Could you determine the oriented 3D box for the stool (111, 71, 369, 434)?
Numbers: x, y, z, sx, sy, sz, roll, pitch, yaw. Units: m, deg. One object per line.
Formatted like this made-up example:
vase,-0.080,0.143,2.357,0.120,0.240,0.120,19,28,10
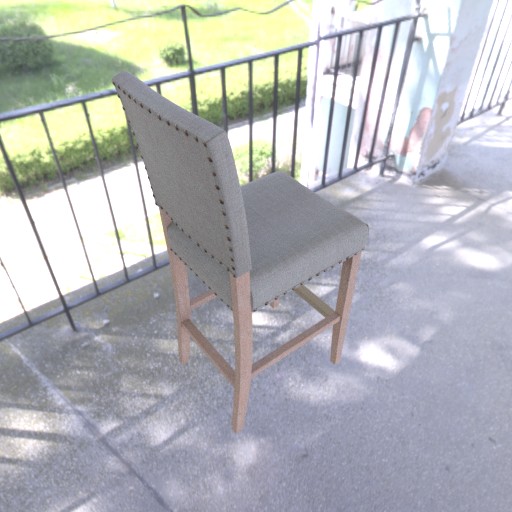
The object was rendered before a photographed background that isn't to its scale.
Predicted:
stool,0.000,0.000,1.460,0.585,1.173,0.445,-27,48,-28
